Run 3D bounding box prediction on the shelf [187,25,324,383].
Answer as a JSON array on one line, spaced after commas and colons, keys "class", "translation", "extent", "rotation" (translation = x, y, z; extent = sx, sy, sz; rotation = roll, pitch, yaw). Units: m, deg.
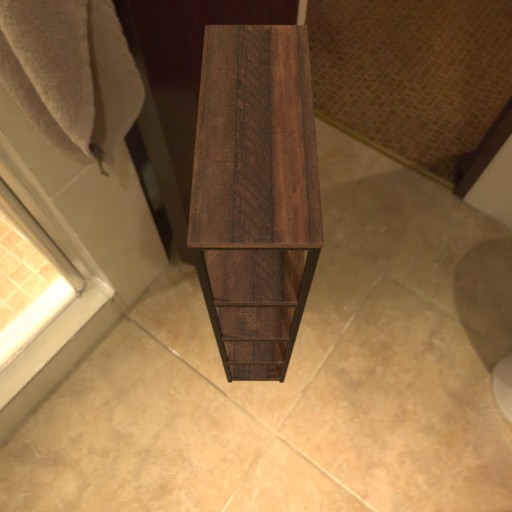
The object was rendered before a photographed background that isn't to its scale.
[{"class": "shelf", "translation": [0.000, 0.000, 2.188], "extent": [0.359, 1.860, 0.874], "rotation": [0, 63, 0]}]
